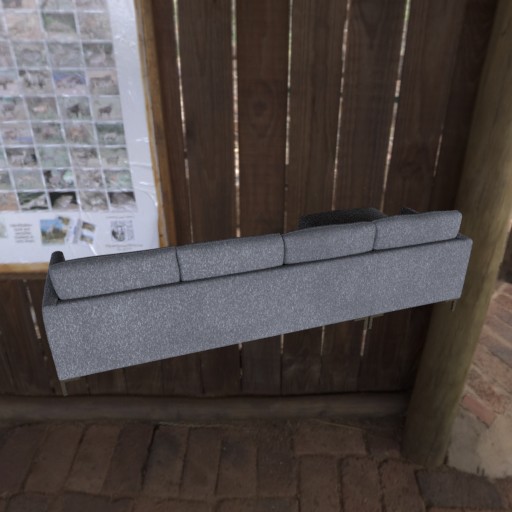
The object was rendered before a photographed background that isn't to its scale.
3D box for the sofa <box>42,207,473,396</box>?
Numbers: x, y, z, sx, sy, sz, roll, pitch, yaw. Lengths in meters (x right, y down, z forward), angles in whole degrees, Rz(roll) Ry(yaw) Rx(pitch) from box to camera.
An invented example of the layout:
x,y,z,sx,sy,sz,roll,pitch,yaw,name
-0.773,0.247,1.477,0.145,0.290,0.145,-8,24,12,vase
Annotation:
x,y,z,sx,sy,sz,roll,pitch,yaw,name
0.000,0.000,3.429,2.932,0.810,1.350,-8,26,-17,sofa
